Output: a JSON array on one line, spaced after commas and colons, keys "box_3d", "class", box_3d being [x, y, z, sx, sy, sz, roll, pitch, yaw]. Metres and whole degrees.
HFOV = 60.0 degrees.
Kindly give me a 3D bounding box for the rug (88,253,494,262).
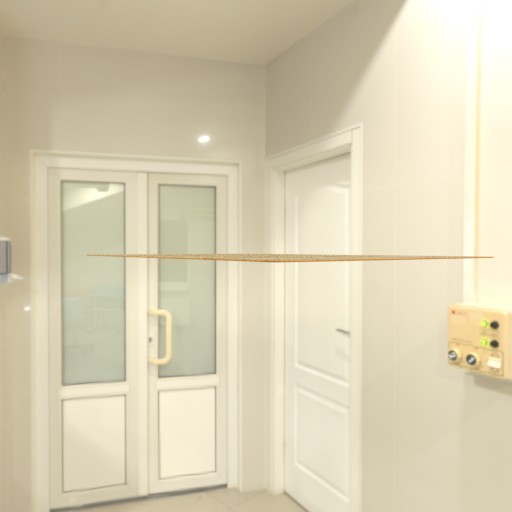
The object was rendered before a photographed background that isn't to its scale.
[{"box_3d": [0.000, 0.000, 2.926, 1.525, 0.007, 2.336, -1, 1, -36], "class": "rug"}]
